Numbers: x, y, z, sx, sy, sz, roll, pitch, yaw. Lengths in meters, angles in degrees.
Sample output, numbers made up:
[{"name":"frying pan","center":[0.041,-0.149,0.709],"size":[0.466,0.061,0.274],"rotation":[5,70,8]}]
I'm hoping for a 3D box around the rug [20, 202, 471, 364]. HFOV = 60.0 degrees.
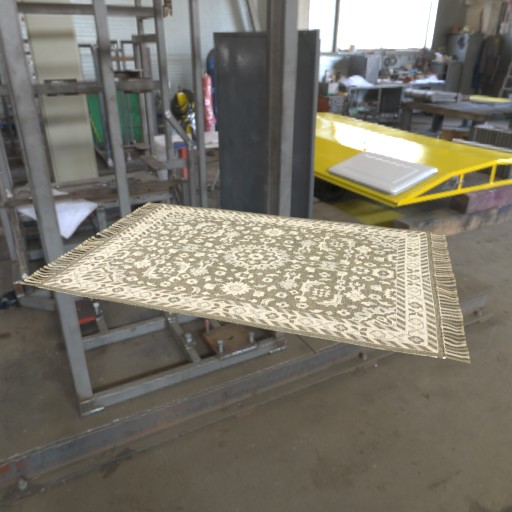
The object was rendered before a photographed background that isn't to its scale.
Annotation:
[{"name":"rug","center":[0.000,0.000,2.899],"size":[2.431,0.025,1.530],"rotation":[8,27,15]}]
